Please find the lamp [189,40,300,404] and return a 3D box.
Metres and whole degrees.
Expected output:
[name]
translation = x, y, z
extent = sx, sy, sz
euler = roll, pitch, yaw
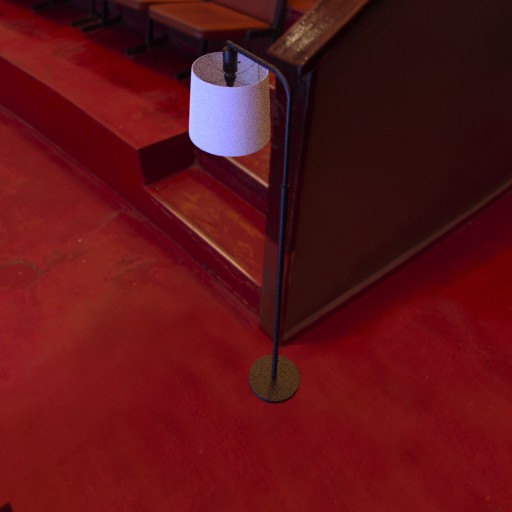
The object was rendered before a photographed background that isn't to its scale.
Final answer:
[lamp]
translation = 0.000, 0.000, 1.659
extent = 0.254, 1.478, 0.508
euler = -32, 53, -27
